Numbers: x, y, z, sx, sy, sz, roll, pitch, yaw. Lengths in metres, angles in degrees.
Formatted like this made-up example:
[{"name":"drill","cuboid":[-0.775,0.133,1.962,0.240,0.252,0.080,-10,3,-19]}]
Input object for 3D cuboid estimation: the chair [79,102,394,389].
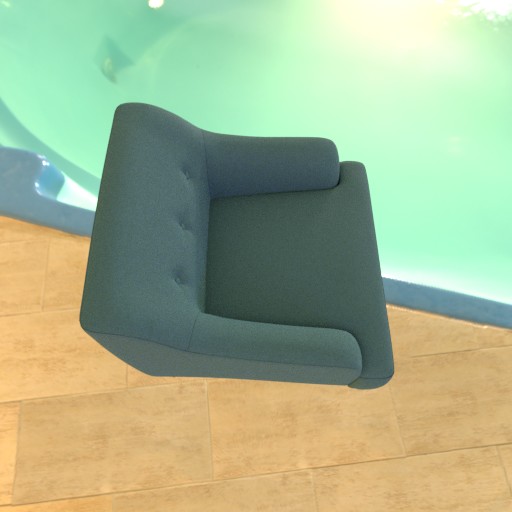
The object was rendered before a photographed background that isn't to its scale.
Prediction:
[{"name":"chair","cuboid":[0.000,0.000,1.680,0.951,0.818,0.946,0,64,0]}]
